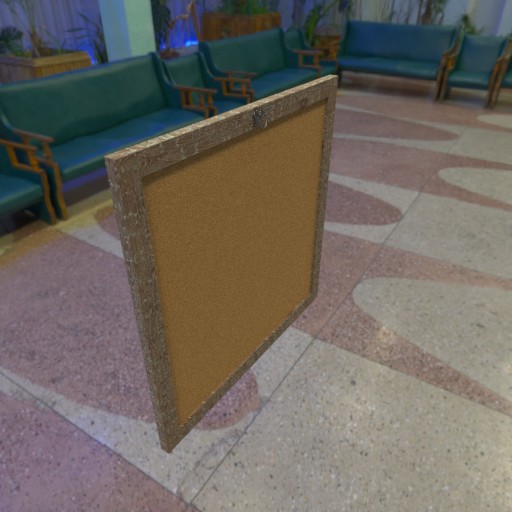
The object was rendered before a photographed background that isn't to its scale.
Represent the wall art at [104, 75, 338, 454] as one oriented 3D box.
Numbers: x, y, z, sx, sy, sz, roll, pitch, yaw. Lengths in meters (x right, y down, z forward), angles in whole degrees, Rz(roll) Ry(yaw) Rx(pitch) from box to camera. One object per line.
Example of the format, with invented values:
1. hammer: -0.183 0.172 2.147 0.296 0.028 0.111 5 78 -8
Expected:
1. wall art: 0.000 0.000 0.574 0.022 0.380 0.380 21 39 29
